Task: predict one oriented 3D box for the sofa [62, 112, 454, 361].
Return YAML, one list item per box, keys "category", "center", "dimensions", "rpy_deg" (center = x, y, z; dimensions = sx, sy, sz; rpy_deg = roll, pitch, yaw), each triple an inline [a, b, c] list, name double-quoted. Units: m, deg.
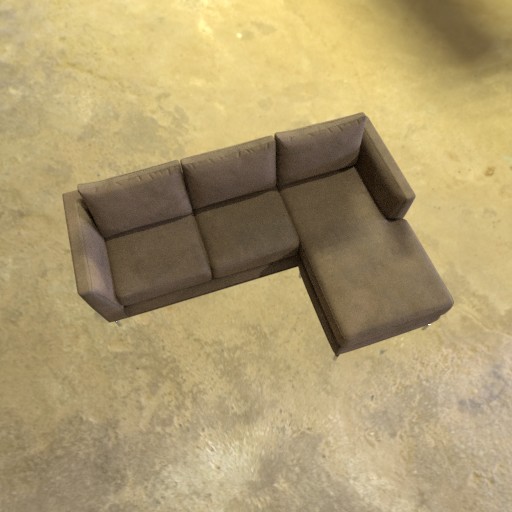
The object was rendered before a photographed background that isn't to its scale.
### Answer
- category: "sofa"
  center: [0.000, 0.000, 3.258]
  dimensions: [2.438, 0.987, 1.622]
  rpy_deg: [-16, 64, -8]
